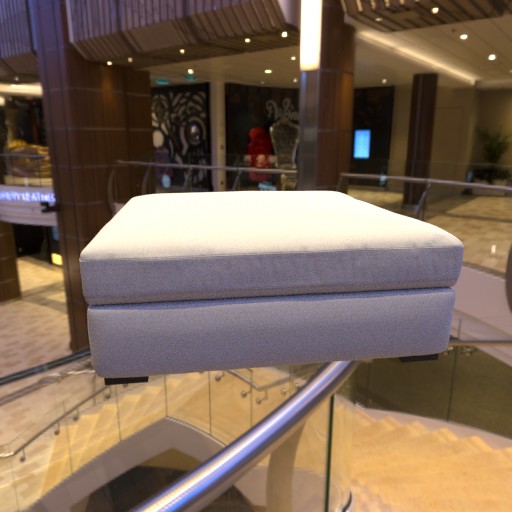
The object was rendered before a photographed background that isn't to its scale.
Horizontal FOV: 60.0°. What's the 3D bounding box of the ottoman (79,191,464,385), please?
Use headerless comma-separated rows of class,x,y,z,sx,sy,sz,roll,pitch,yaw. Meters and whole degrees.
ottoman,0.000,0.000,1.847,1.163,0.482,1.167,-2,15,-8
